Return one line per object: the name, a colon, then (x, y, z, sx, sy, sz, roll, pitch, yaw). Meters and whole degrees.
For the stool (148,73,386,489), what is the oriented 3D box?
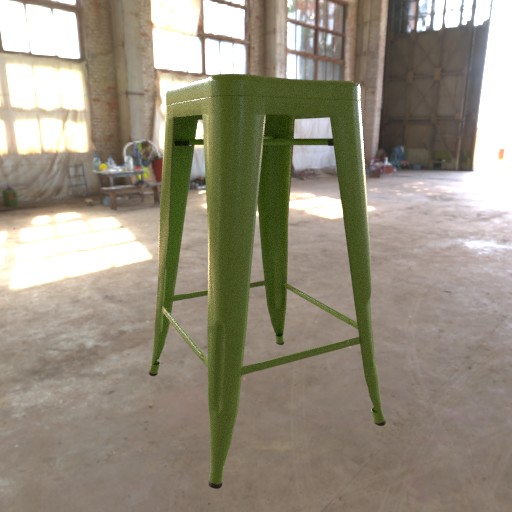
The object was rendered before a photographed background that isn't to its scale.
stool: (0.000, 0.000, 0.846, 0.358, 0.609, 0.398, -8, 17, -26)
